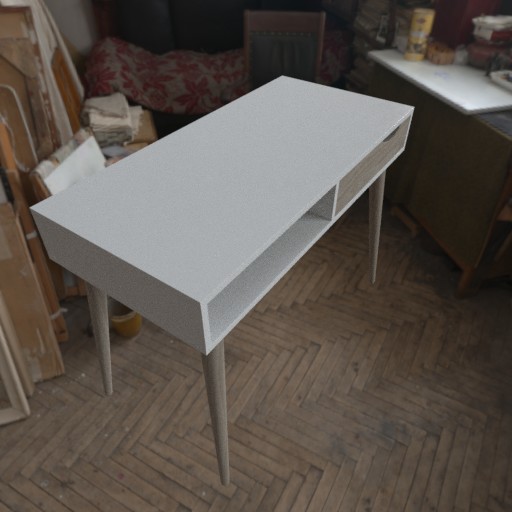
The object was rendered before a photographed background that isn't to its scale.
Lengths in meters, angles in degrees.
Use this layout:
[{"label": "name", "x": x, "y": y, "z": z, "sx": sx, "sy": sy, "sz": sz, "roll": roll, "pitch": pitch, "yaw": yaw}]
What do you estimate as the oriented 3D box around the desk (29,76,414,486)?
[{"label": "desk", "x": 0.000, "y": 0.000, "z": 1.363, "sx": 0.491, "sy": 0.723, "sz": 0.979, "roll": 25, "pitch": 47, "yaw": 26}]
